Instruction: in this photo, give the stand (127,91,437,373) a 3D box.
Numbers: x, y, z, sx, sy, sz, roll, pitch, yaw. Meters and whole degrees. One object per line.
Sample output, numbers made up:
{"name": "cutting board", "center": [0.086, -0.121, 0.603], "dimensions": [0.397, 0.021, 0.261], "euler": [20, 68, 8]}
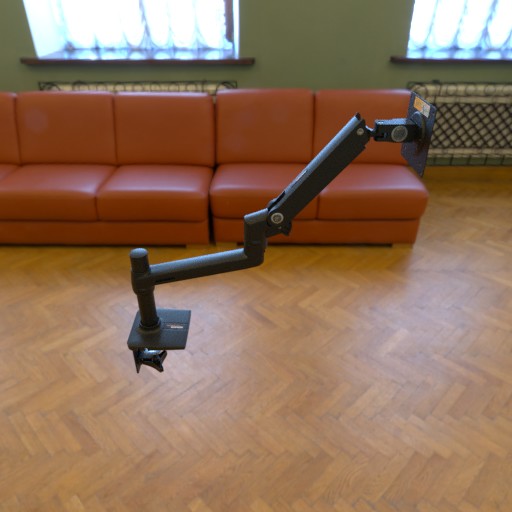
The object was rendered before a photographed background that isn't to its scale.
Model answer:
{"name": "stand", "center": [0.000, 0.000, 1.046], "dimensions": [0.650, 0.713, 0.152], "euler": [0, 32, -1]}
